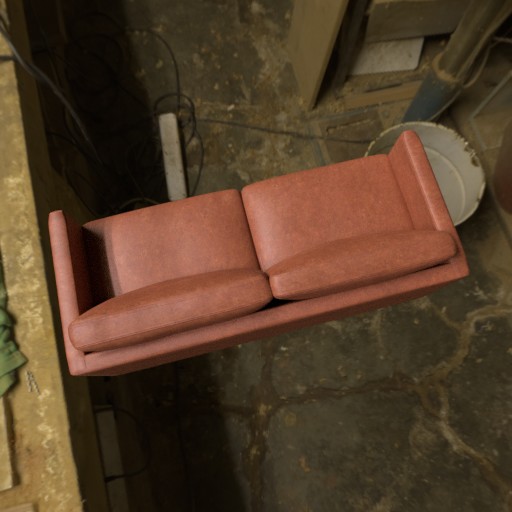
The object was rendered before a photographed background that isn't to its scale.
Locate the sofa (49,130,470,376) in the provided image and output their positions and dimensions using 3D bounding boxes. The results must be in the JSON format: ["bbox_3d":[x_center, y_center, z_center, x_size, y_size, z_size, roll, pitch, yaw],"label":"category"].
[{"bbox_3d":[0.000,0.000,2.720,2.204,0.932,0.950,-14,75,-4],"label":"sofa"}]
